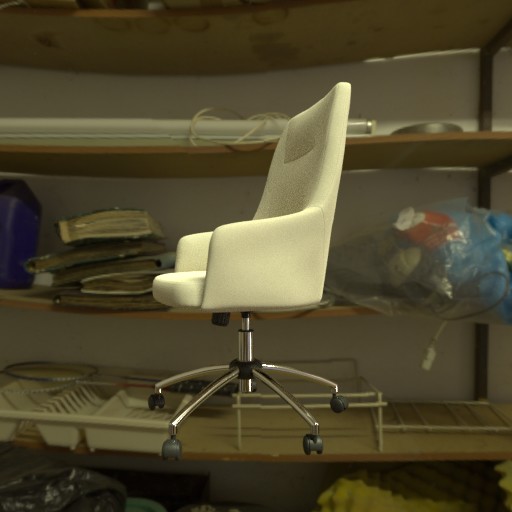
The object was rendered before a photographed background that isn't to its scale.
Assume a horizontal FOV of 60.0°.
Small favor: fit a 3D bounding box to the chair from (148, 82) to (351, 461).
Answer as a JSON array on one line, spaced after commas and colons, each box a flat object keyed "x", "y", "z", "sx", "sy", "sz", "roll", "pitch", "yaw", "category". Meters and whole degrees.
[{"x": 0.000, "y": 0.000, "z": 1.420, "sx": 0.640, "sy": 1.049, "sz": 0.620, "roll": 0, "pitch": 0, "yaw": -18, "category": "chair"}]
